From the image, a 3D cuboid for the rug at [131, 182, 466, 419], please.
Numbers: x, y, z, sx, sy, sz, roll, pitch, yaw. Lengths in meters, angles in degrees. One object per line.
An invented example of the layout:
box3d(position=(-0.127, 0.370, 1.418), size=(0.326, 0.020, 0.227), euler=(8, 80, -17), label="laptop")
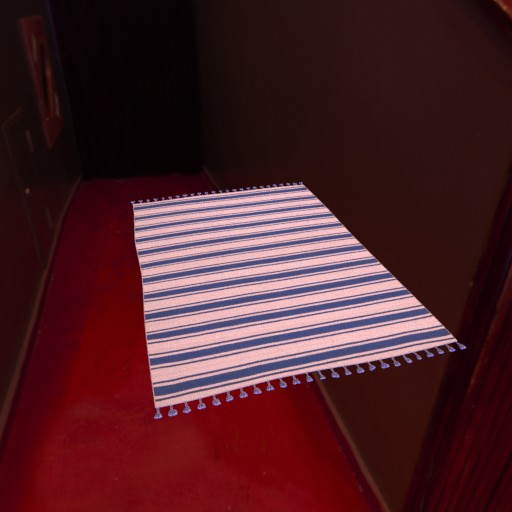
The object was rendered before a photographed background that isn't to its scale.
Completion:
box3d(position=(0.000, 0.000, 2.982), size=(1.544, 0.010, 2.315), euler=(-8, 32, -14), label="rug")
